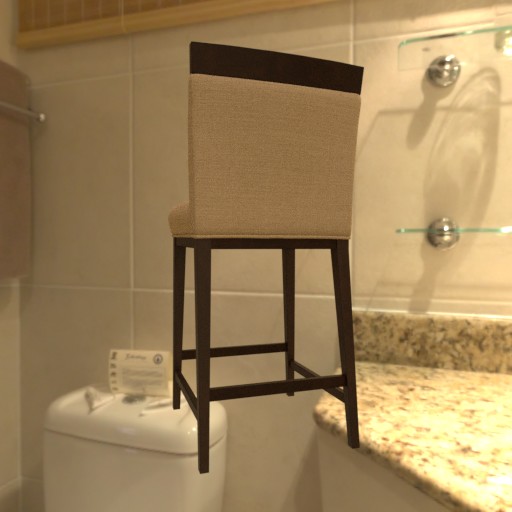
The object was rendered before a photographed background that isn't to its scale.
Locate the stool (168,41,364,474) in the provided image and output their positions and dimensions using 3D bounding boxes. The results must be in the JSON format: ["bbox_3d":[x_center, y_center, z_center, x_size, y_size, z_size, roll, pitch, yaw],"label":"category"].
[{"bbox_3d":[0.000,0.000,1.442,0.511,1.117,0.531,0,1,-19],"label":"stool"}]
